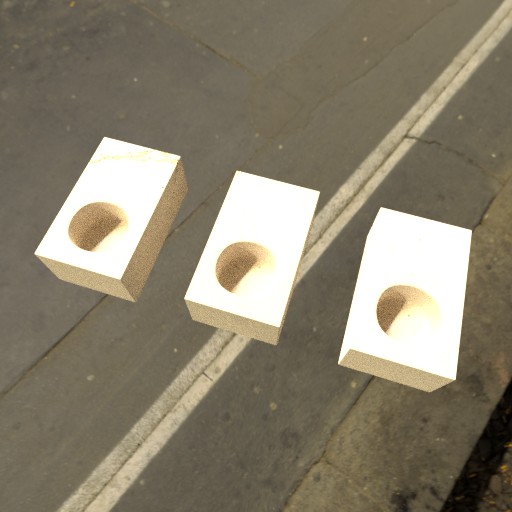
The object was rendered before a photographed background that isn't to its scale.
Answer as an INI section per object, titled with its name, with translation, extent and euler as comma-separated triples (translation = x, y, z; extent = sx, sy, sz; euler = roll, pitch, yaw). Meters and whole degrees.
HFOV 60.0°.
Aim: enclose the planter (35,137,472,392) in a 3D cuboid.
[planter]
translation = 0.000, 0.000, 0.383
extent = 0.333, 0.051, 0.127
euler = 16, 65, 8
